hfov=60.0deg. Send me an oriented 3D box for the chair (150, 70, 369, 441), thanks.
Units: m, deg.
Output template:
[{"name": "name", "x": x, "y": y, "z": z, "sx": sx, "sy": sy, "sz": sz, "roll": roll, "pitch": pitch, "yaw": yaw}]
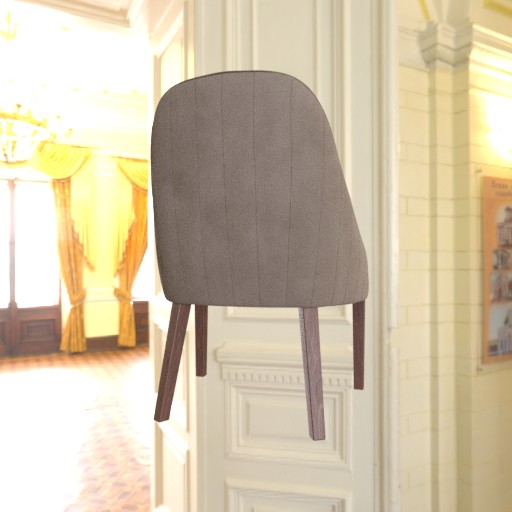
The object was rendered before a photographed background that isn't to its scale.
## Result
[{"name": "chair", "x": 0.000, "y": 0.000, "z": 1.325, "sx": 0.643, "sy": 0.889, "sz": 0.575, "roll": 0, "pitch": 0, "yaw": 16}]
